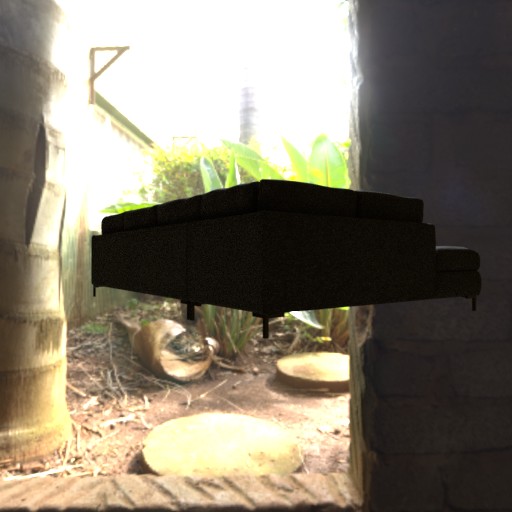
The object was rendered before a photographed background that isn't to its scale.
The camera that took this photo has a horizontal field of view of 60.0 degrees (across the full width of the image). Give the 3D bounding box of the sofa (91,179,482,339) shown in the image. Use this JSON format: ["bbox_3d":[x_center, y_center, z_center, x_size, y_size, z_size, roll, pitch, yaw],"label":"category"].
[{"bbox_3d":[0.000,0.000,3.863,2.007,0.815,2.949,0,0,-36],"label":"sofa"}]
